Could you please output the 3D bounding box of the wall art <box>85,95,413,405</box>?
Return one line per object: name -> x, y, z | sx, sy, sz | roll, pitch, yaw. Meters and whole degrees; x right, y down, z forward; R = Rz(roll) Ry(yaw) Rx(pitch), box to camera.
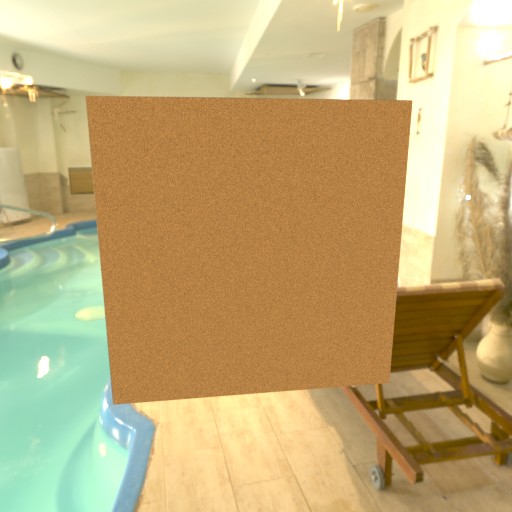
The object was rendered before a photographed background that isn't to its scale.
wall art -> 0.000, 0.000, 1.121 | 0.749, 0.751, 0.050 | -2, 14, -8
